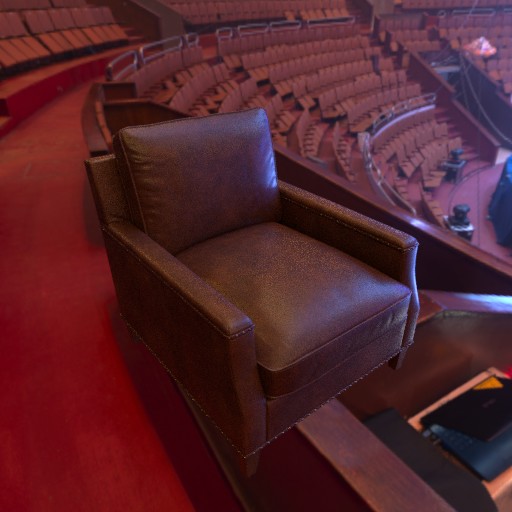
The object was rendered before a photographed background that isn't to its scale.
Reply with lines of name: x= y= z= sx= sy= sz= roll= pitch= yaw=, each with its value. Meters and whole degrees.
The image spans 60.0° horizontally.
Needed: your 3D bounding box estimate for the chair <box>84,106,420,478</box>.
chair: x=0.000 y=0.000 z=1.697 sx=0.853 sy=0.929 sz=1.014 roll=-21 pitch=36 yaw=-33
